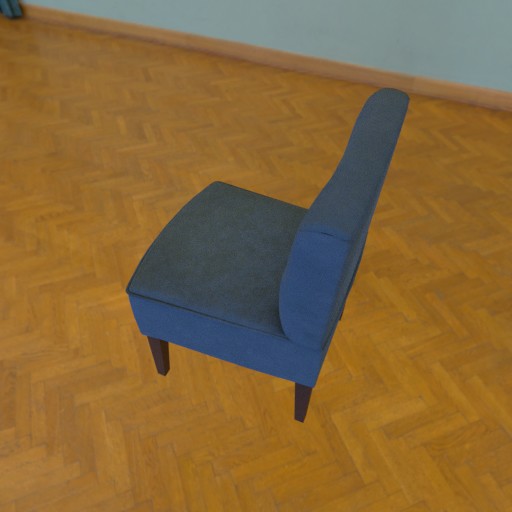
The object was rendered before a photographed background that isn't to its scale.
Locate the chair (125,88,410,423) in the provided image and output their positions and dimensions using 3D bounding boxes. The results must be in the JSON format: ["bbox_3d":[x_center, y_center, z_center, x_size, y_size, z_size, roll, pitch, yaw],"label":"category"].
[{"bbox_3d":[0.000,0.000,1.181,0.551,0.806,0.521,17,49,16],"label":"chair"}]
